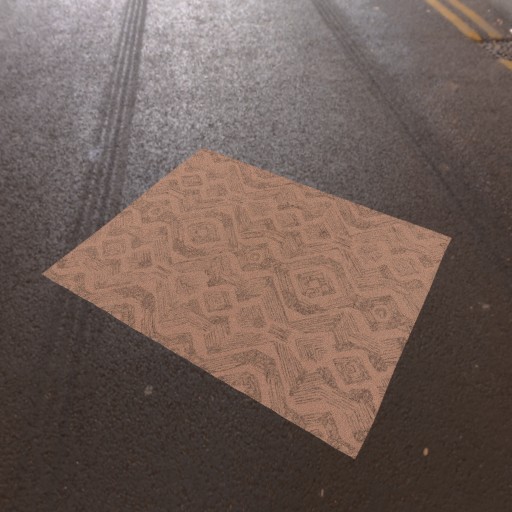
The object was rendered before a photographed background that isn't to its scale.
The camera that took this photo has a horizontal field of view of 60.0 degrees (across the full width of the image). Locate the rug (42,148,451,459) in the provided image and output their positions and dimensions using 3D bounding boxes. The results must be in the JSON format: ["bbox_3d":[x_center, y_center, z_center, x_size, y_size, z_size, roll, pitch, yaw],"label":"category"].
[{"bbox_3d":[0.000,0.000,4.158,3.054,0.030,2.430,24,51,21],"label":"rug"}]
